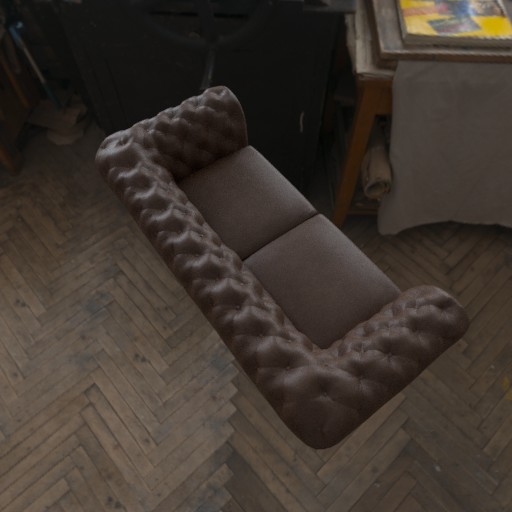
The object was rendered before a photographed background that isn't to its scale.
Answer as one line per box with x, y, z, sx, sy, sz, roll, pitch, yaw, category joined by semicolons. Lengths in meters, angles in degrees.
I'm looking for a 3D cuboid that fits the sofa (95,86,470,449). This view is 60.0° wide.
0.000;0.000;2.512;0.955;0.784;2.048;-32;64;-18;sofa
